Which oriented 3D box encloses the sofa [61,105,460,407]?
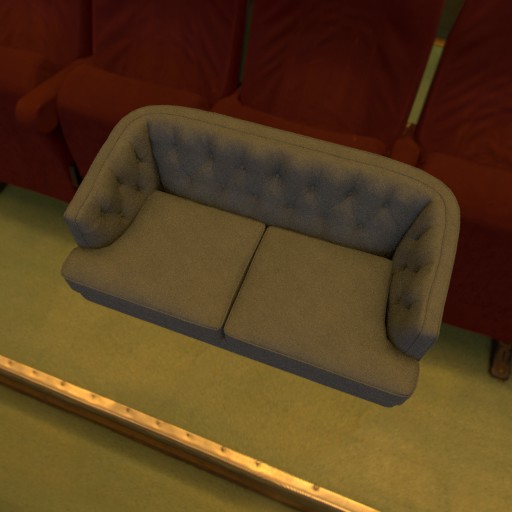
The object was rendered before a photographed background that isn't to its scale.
[{"bbox_3d":[0.000,0.000,2.234,1.733,0.855,0.941,17,60,10],"label":"sofa"}]
